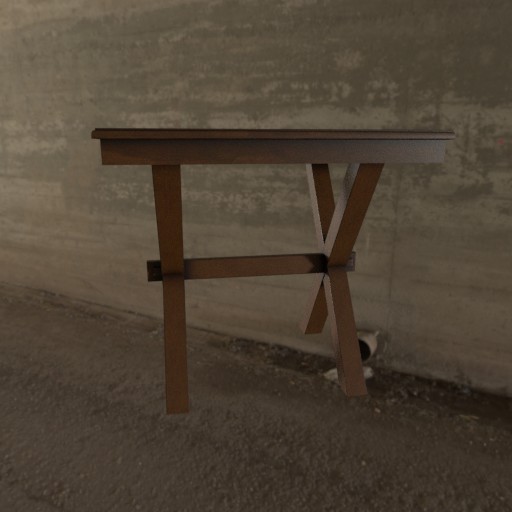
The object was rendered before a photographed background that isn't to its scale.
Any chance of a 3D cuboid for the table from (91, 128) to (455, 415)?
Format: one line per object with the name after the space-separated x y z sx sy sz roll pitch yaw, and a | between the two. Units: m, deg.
0.000 0.000 1.051 0.602 0.562 0.560 -2 14 -10 | table
